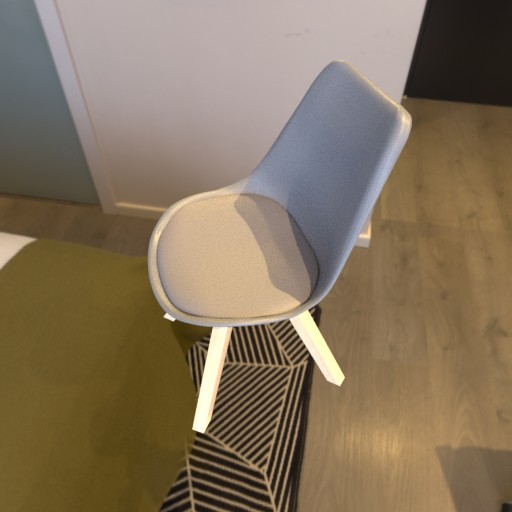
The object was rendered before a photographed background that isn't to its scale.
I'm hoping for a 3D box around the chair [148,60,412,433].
[{"bbox_3d":[0.000,0.000,1.153,0.550,0.850,0.485,-14,48,-13],"label":"chair"}]
